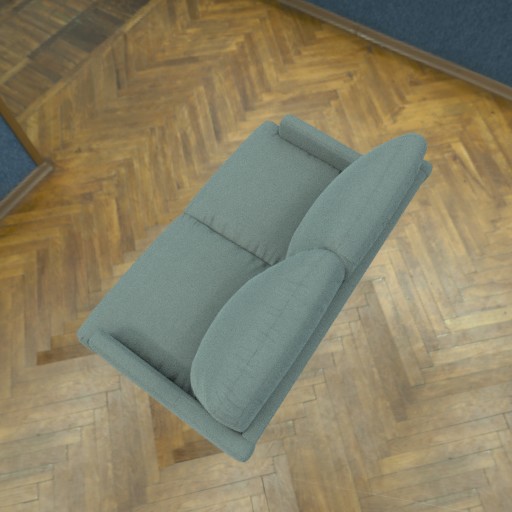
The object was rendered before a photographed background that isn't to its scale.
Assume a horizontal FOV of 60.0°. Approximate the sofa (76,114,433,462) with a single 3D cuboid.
[{"bbox_3d":[0.000,0.000,2.150,0.987,0.921,1.589,32,68,14],"label":"sofa"}]
